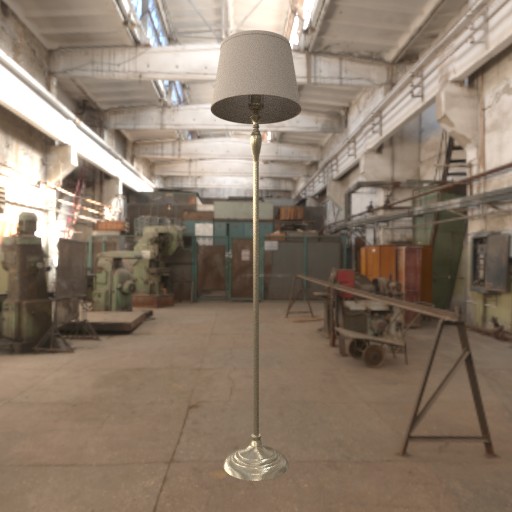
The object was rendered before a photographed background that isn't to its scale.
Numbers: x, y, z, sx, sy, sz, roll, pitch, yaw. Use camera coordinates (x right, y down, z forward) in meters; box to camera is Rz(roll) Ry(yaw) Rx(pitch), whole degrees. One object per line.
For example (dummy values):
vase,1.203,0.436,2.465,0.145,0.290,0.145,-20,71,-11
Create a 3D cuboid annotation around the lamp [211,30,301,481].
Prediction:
lamp,0.000,0.000,1.602,0.327,1.506,0.327,0,0,0
